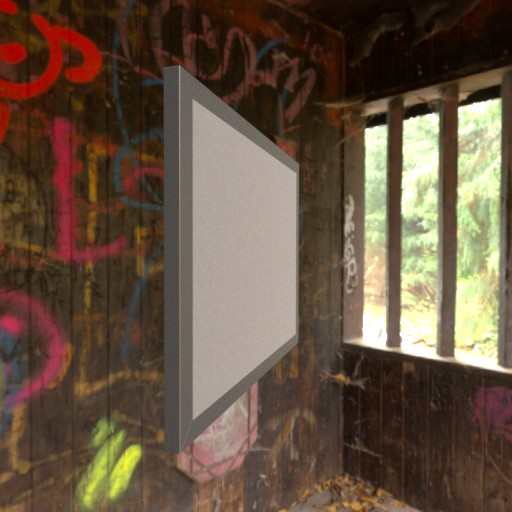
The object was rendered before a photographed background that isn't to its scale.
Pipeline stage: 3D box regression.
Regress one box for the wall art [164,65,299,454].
[{"bbox_3d":[0.000,0.000,0.556,0.016,0.306,0.432,0,1,18],"label":"wall art"}]
